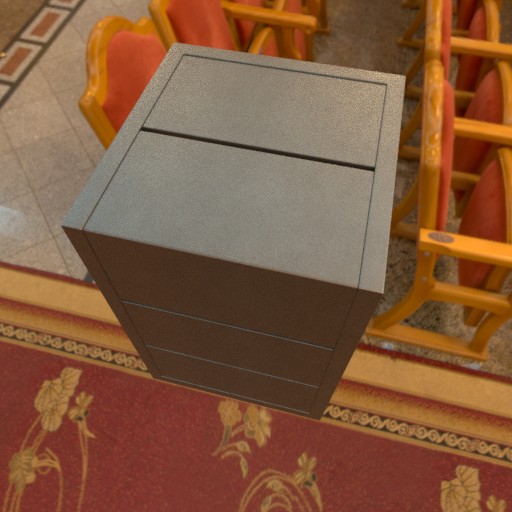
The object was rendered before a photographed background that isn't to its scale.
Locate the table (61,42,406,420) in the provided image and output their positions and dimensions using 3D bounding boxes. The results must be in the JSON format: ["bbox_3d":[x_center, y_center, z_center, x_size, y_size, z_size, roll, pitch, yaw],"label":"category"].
[{"bbox_3d":[0.000,0.000,0.898,0.405,0.609,0.420,12,57,8],"label":"table"}]
